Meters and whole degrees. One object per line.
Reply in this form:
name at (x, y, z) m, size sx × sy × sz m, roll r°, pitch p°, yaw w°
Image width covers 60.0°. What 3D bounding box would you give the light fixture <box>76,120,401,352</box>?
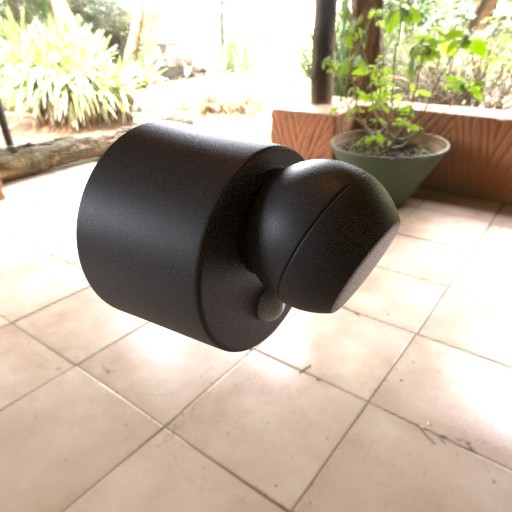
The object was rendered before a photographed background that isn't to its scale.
light fixture at (0.000, 0.000, 0.267) m, size 0.160 × 0.143 × 0.134 m, roll 17°, pitch 31°, yaw 32°
